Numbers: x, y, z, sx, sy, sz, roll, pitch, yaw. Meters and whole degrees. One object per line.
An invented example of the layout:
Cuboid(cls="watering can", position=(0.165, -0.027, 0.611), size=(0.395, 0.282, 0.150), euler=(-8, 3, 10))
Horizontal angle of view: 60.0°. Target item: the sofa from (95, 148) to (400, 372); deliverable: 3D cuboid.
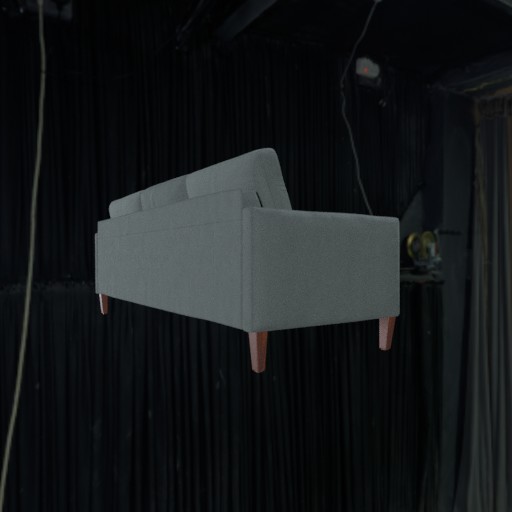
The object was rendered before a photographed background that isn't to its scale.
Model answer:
Cuboid(cls="sofa", position=(0.000, 0.000, 2.901), size=(1.506, 0.876, 2.178), euler=(0, 0, -34))
